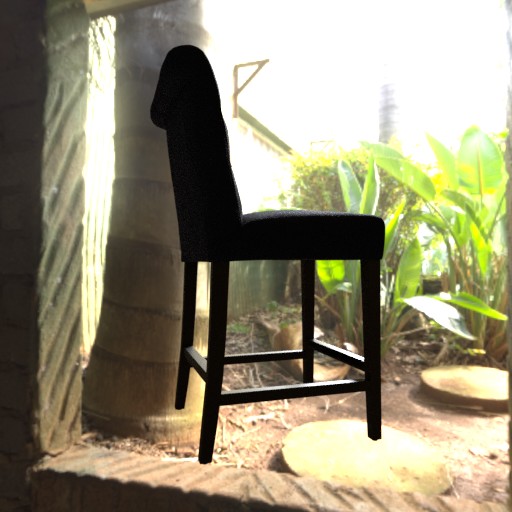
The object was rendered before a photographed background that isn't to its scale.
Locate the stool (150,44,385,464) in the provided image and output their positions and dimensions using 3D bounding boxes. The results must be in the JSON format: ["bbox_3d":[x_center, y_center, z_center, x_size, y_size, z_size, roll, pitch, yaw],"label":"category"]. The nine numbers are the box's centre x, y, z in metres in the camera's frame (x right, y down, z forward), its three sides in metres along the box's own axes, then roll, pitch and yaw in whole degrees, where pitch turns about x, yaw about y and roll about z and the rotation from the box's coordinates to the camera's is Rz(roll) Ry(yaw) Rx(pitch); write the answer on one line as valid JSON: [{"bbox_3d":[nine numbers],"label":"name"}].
[{"bbox_3d":[0.000,0.000,1.338,0.601,1.010,0.493,0,-1,-18],"label":"stool"}]
